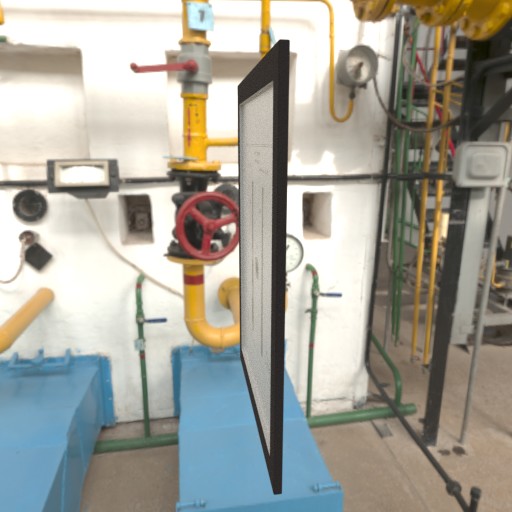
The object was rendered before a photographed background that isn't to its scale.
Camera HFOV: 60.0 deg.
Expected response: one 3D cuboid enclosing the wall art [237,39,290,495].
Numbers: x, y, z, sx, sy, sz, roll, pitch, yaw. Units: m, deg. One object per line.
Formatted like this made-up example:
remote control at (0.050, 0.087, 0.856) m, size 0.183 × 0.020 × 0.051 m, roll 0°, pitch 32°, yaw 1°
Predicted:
wall art at (0.000, 0.000, 0.674) m, size 0.012 × 0.529 × 0.374 m, roll -2°, pitch 15°, yaw -8°
